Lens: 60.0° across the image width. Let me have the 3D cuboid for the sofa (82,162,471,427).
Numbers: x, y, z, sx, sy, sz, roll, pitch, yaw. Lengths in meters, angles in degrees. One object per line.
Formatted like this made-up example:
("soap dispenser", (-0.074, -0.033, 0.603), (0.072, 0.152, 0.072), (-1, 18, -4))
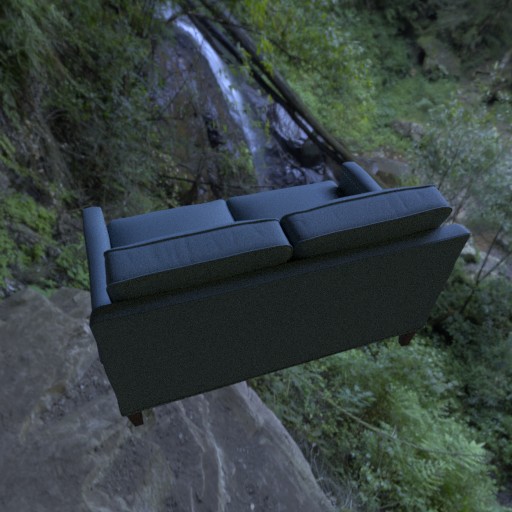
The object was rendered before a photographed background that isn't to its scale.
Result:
("sofa", (0.000, 0.000, 2.226), (1.597, 1.003, 1.084), (-13, 43, -14))
